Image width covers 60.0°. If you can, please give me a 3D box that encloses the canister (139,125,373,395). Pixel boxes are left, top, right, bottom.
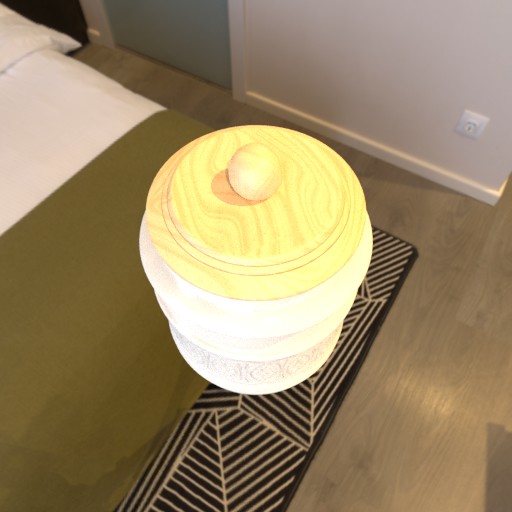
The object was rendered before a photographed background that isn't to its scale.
[{"bbox_3d":[0.000,0.000,0.273,0.130,0.176,0.130,0,58,0],"label":"canister"}]
